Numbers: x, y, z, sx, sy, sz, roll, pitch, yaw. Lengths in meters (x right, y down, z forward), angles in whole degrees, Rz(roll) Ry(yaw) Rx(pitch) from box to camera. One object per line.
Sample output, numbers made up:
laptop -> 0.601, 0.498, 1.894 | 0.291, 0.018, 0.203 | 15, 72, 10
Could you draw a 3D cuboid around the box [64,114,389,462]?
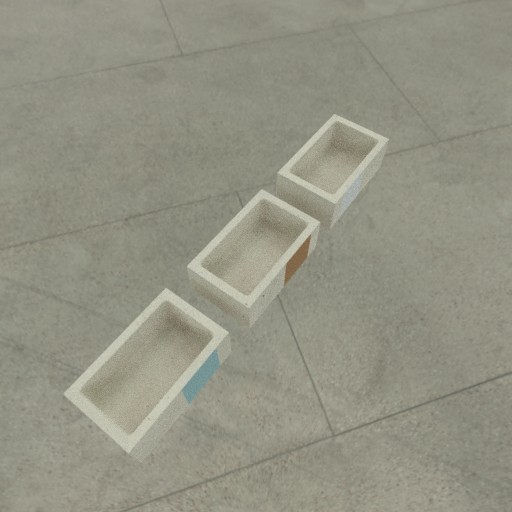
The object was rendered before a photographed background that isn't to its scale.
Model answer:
box -> 0.000, 0.000, 0.498 | 0.082, 0.051, 0.461 | 32, 63, 19
